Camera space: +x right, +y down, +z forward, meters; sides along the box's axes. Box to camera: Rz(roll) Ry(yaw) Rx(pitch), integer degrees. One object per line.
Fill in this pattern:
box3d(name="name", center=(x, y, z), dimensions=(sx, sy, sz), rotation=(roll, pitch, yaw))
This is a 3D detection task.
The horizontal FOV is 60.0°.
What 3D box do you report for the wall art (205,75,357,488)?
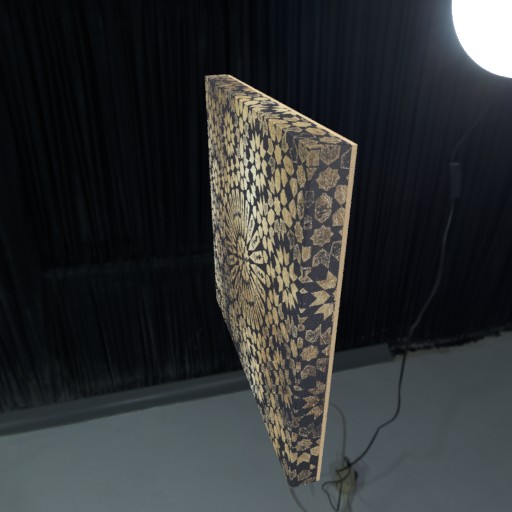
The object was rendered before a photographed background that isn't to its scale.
box3d(name="wall art", center=(0.000, 0.000, 0.596), dimensions=(0.038, 0.405, 0.405), rotation=(-8, 30, -14))
